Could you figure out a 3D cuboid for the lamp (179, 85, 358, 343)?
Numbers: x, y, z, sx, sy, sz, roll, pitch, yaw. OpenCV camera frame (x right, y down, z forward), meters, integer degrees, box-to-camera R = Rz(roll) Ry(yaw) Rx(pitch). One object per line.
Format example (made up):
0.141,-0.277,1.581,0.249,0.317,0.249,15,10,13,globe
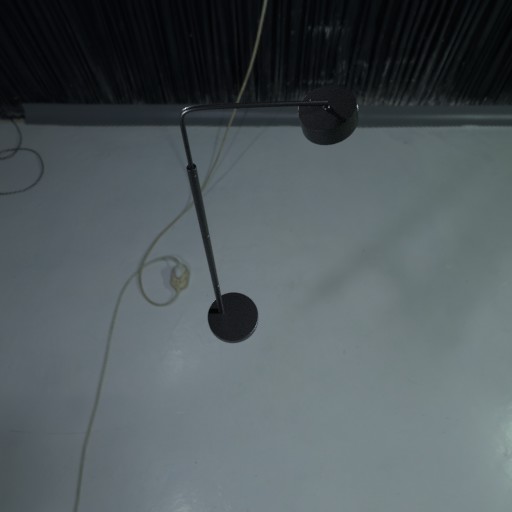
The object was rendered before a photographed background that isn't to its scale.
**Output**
0.000,0.000,1.398,0.418,1.230,0.219,-2,64,-1,lamp
